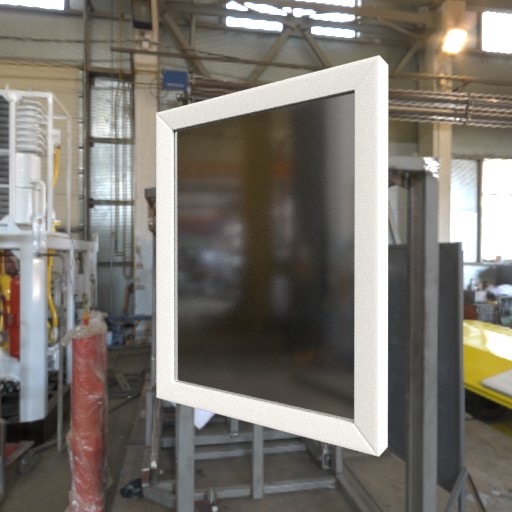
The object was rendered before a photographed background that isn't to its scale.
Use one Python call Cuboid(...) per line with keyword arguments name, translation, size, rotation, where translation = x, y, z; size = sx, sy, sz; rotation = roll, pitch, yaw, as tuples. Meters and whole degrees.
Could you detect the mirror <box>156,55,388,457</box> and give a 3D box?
Cuboid(name="mirror", translation=(0.000, 0.000, 0.691), size=(0.405, 0.508, 0.041), rotation=(0, 0, 35))
